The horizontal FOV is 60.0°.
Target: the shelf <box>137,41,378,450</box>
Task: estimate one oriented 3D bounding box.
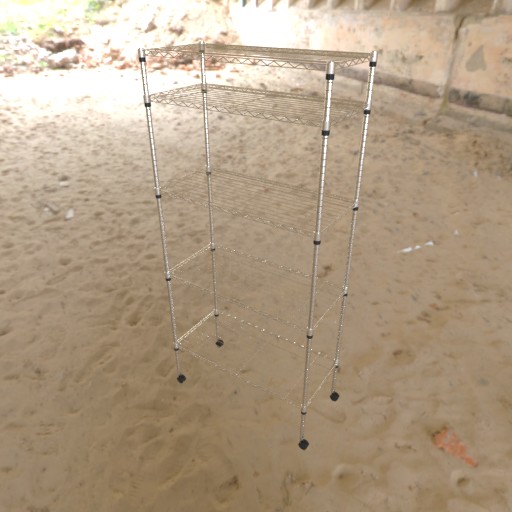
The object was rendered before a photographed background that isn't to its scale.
[{"bbox_3d":[0.000,0.000,1.872,0.762,1.587,0.356,18,35,28],"label":"shelf"}]
